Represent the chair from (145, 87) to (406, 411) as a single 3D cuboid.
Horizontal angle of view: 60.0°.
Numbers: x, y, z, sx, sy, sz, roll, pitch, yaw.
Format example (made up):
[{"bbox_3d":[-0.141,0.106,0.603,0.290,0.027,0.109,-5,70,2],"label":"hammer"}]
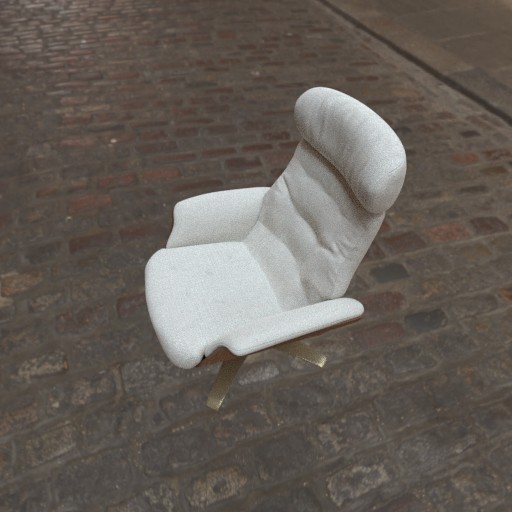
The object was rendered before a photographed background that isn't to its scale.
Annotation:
[{"bbox_3d":[0.000,0.000,1.618,0.837,0.995,0.785,-15,48,-14],"label":"chair"}]
